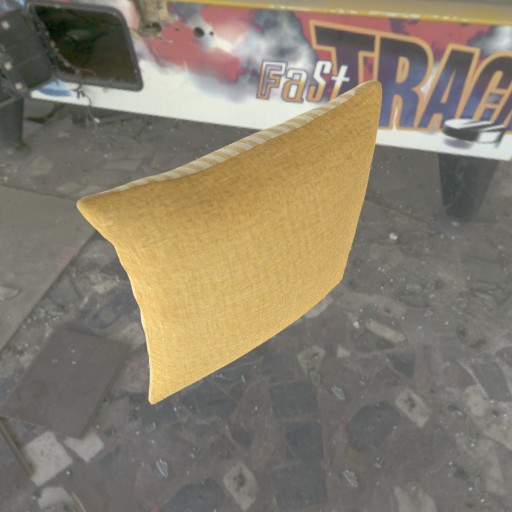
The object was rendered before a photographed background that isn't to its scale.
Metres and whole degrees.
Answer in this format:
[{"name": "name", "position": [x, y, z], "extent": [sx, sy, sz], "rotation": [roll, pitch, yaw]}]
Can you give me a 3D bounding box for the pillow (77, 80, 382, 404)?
[{"name": "pillow", "position": [0.000, 0.000, 0.637], "extent": [0.419, 0.407, 0.173], "rotation": [-30, 53, -25]}]
